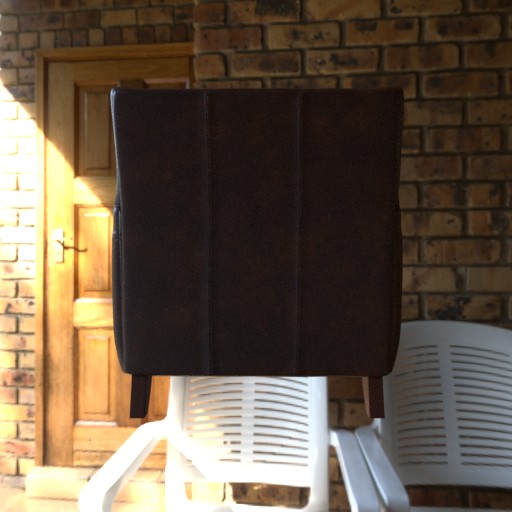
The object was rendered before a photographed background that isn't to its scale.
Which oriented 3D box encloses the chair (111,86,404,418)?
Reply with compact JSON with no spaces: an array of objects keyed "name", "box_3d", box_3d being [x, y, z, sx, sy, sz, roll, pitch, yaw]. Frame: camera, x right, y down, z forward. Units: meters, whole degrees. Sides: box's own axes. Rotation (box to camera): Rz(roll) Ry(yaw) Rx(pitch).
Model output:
[{"name":"chair","box_3d":[0.000,0.000,1.602,0.870,0.943,0.823,0,0,0]}]
